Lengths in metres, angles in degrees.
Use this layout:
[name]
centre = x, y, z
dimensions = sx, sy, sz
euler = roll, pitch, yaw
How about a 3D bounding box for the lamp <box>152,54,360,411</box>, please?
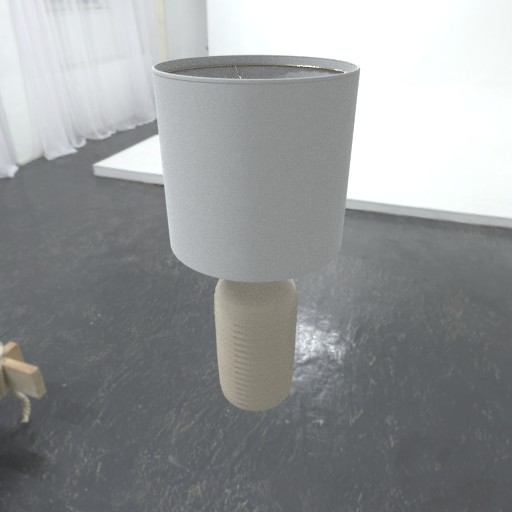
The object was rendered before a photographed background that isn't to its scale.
[lamp]
centre = 0.000, 0.000, 0.595
dimensions = 0.220, 0.475, 0.220
euler = 0, 29, 0
